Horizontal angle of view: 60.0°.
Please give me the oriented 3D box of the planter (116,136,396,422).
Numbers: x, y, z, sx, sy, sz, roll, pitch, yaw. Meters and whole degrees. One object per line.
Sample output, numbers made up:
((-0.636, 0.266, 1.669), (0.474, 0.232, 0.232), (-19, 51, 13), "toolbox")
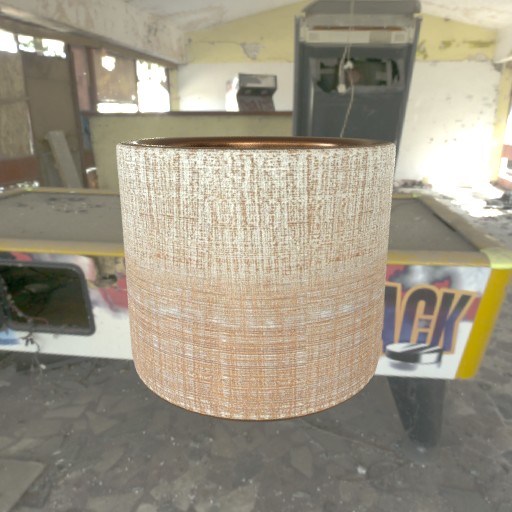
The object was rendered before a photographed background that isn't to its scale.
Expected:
((0.000, 0.000, 0.190), (0.109, 0.096, 0.109), (0, 17, 0), "planter")
